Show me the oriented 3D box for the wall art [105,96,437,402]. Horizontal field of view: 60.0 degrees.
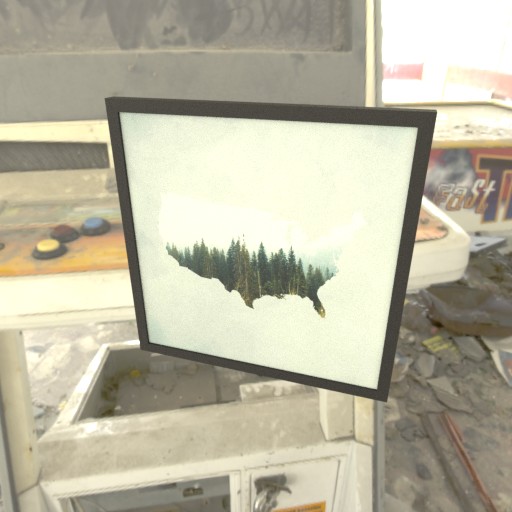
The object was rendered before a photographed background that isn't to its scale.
[{"bbox_3d":[0.000,0.000,1.162,0.763,0.763,0.038,8,27,16],"label":"wall art"}]
